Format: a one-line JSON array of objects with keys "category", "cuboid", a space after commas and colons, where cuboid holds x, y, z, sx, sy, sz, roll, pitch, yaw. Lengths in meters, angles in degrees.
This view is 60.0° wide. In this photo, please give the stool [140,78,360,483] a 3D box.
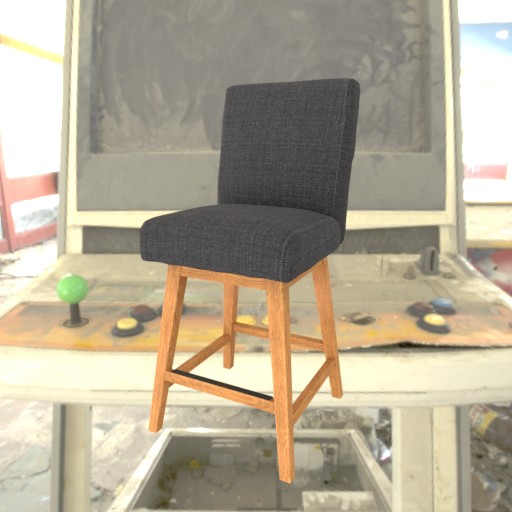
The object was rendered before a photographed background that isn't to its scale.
[{"category": "stool", "cuboid": [0.000, 0.000, 1.304, 0.459, 1.010, 0.526, 7, 16, 26]}]
